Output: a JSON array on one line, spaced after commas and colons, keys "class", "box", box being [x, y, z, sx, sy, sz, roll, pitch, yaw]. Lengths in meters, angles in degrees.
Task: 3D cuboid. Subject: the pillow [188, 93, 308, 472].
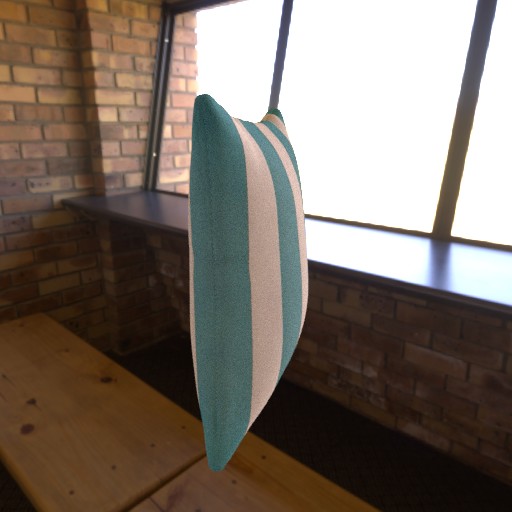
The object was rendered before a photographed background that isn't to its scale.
[{"class": "pillow", "box": [0.000, 0.000, 0.804, 0.189, 0.526, 0.536, 3, 17, 10]}]
